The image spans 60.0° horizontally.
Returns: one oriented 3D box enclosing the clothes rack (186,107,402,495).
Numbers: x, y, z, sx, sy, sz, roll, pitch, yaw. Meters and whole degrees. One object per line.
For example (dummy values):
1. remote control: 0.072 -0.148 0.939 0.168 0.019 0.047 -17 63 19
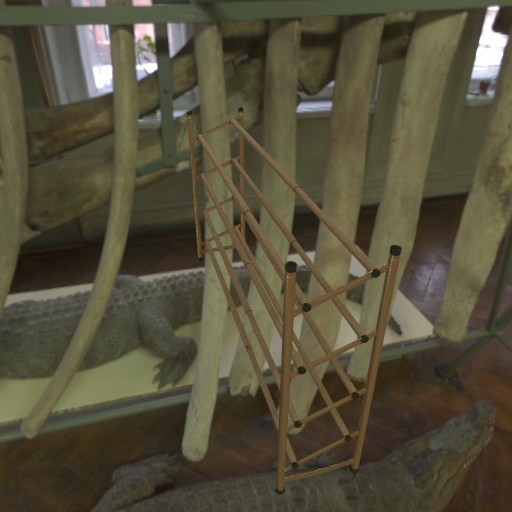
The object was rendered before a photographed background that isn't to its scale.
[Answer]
1. clothes rack: 0.000 0.000 1.431 0.229 0.672 1.168 -8 32 -14
